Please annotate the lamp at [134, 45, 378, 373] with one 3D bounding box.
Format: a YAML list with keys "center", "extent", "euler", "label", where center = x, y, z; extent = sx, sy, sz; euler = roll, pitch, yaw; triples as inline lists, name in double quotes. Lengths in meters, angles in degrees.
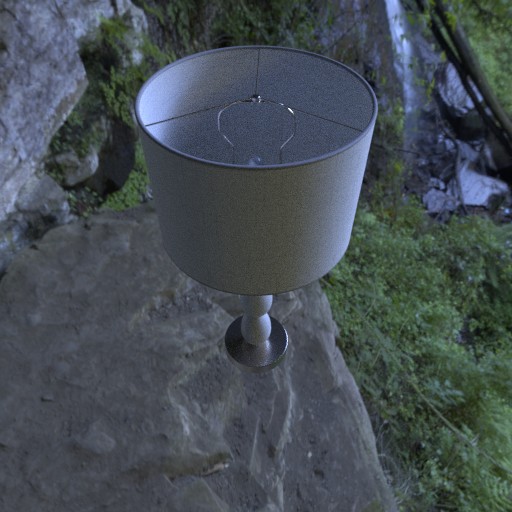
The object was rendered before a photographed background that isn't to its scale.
- center: [0.000, 0.000, 0.725]
  extent: [0.282, 0.559, 0.280]
  euler: [2, 48, 2]
  label: "lamp"
